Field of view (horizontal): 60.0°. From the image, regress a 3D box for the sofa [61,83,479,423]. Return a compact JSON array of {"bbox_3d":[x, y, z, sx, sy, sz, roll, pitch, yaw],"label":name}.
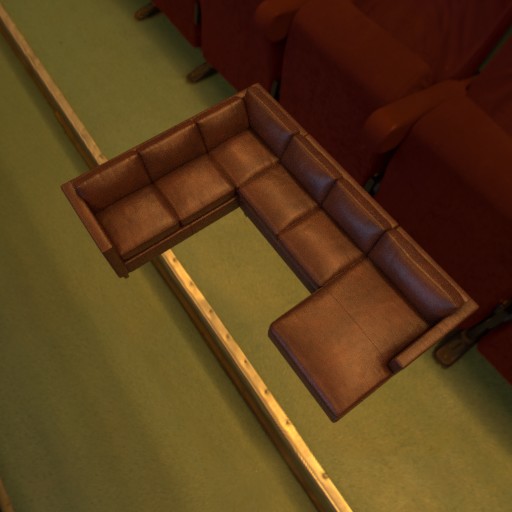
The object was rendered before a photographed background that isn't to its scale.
[{"bbox_3d":[0.000,0.000,4.407,2.452,0.891,3.324,-33,68,-15],"label":"sofa"}]
